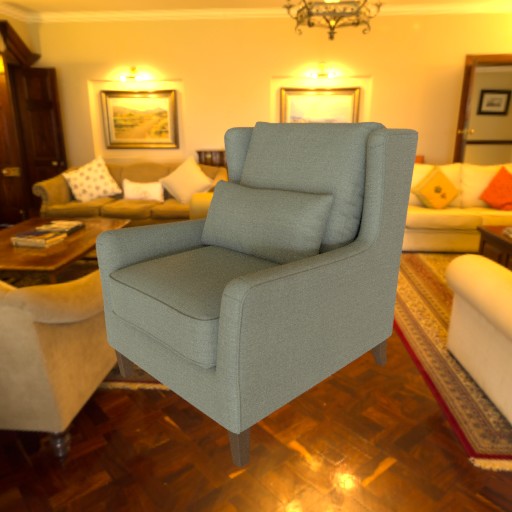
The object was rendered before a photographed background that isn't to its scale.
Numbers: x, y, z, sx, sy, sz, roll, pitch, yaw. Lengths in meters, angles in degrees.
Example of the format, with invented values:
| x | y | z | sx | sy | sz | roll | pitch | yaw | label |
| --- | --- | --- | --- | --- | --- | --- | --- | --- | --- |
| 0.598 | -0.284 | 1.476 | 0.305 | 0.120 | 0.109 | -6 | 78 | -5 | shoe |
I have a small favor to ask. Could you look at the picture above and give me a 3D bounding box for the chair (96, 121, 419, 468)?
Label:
| x | y | z | sx | sy | sz | roll | pitch | yaw | label |
| --- | --- | --- | --- | --- | --- | --- | --- | --- | --- |
| 0.000 | 0.000 | 1.816 | 1.040 | 1.056 | 0.866 | -16 | 23 | -42 | chair |
